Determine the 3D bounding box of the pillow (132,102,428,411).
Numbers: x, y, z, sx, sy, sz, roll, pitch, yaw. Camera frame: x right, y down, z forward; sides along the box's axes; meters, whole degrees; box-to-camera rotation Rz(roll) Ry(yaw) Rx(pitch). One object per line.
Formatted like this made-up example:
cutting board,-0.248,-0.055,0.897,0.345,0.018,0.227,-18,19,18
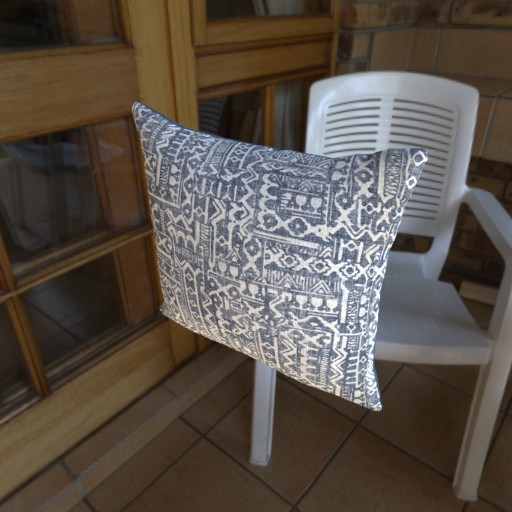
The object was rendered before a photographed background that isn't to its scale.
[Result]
pillow,0.000,0.000,0.811,0.546,0.487,0.180,19,36,29
